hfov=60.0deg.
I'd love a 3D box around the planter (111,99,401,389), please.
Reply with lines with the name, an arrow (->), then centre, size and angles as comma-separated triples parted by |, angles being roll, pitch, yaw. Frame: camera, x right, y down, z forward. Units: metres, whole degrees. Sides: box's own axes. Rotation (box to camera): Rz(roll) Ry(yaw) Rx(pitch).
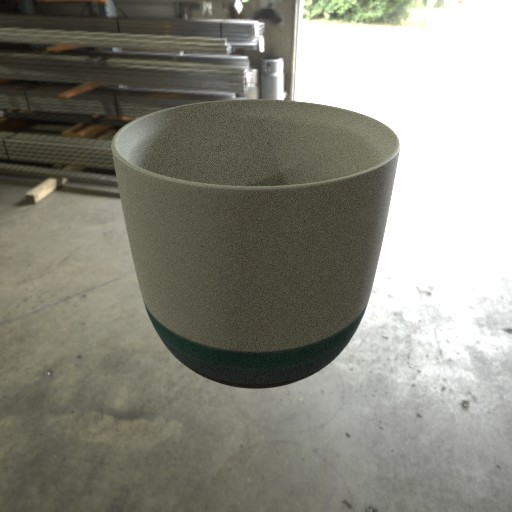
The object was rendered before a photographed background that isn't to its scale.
planter -> 0.000, 0.000, 0.380 | 0.204, 0.214, 0.204 | 0, 32, 0
